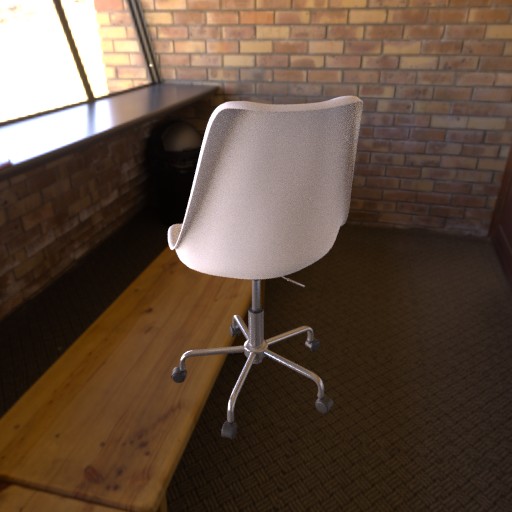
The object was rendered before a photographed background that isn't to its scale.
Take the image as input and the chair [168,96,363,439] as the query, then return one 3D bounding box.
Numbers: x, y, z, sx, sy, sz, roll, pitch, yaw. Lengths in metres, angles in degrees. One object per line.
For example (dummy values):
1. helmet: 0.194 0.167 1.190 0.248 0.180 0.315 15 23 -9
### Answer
1. chair: 0.000 0.000 1.289 0.550 0.930 0.550 -9 28 -16
